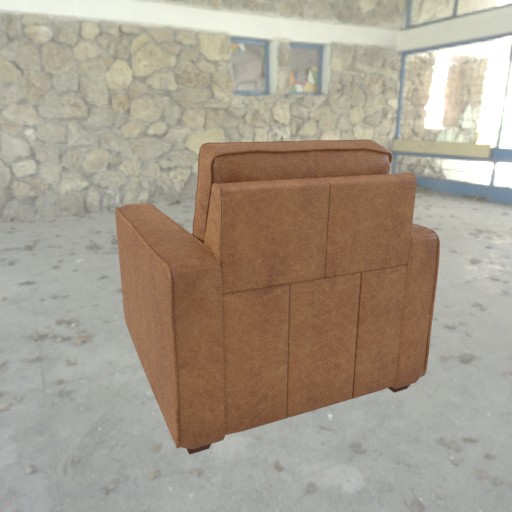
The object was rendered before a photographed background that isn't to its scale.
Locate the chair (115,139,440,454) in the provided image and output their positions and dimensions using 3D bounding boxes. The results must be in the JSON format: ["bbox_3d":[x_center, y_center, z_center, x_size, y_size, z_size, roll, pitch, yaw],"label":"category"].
[{"bbox_3d":[0.000,0.000,1.755,0.987,0.901,1.027,-8,18,-26],"label":"chair"}]
